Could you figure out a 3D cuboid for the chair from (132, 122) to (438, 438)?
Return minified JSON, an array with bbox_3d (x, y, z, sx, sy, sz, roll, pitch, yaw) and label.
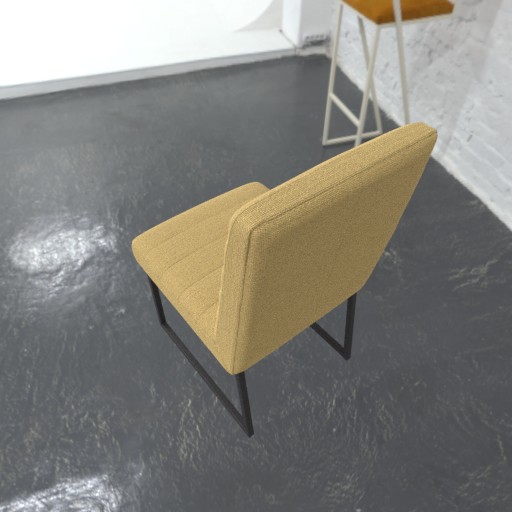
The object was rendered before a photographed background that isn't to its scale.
[{"bbox_3d":[0.000,0.000,1.303,0.520,0.930,0.634,-30,52,-26],"label":"chair"}]
